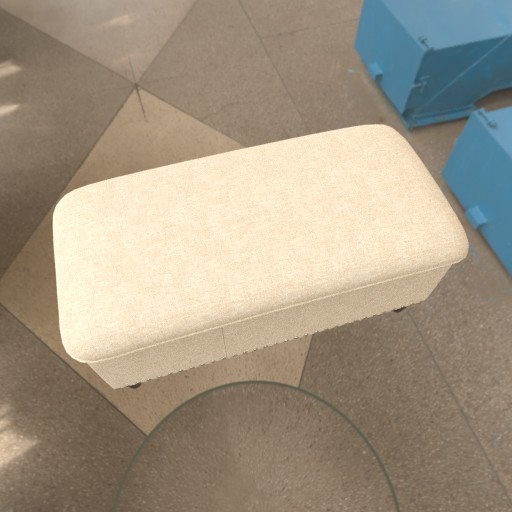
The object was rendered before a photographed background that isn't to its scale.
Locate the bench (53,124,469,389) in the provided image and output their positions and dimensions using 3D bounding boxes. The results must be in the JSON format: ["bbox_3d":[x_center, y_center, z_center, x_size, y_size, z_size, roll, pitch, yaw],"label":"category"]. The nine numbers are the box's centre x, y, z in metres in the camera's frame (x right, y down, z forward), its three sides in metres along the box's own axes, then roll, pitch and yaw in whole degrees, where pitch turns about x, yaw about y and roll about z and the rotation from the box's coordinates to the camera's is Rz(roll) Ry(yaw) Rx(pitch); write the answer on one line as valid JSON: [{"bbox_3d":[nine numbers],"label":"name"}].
[{"bbox_3d":[0.000,0.000,1.249,0.991,0.483,0.483,-14,60,-9],"label":"bench"}]
